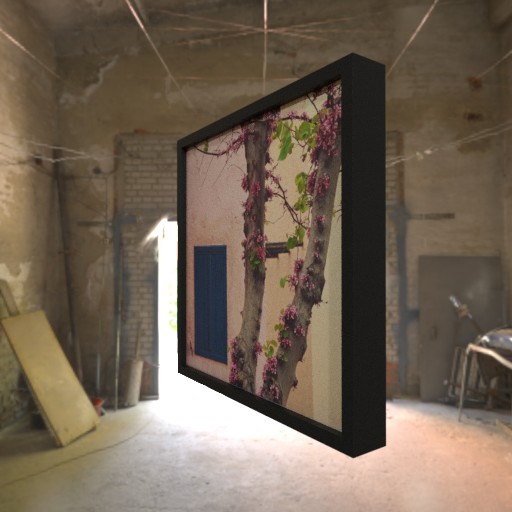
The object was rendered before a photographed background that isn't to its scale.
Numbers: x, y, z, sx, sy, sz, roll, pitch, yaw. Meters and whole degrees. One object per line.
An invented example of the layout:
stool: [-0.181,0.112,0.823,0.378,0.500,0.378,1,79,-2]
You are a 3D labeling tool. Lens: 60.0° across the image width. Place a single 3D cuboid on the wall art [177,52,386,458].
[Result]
wall art: [0.000,0.000,0.466,0.038,0.304,0.305,0,0,-35]
